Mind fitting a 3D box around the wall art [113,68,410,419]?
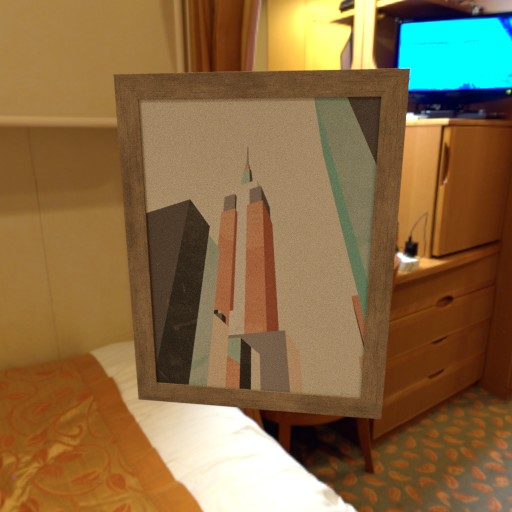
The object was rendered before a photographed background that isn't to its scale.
[{"bbox_3d":[0.000,0.000,0.886,0.534,0.686,0.018,2,15,8],"label":"wall art"}]
